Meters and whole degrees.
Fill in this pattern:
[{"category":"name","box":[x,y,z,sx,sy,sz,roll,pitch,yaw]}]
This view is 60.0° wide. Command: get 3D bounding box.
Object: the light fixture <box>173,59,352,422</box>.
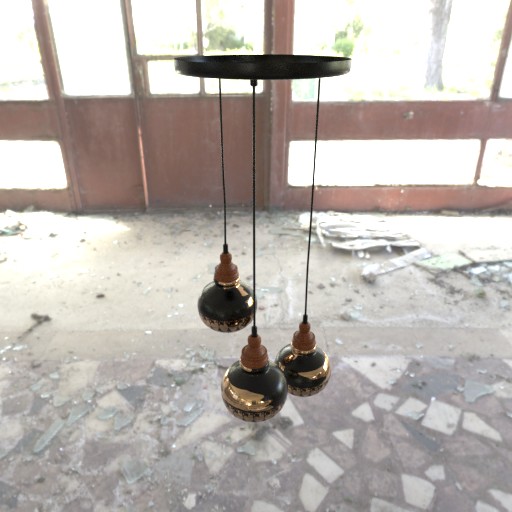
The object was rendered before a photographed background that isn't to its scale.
[{"category":"light fixture","box":[0.000,0.000,1.726,0.605,1.410,0.608,18,32,31]}]
